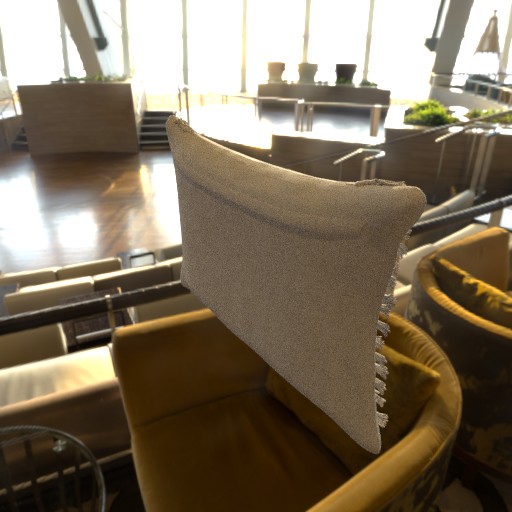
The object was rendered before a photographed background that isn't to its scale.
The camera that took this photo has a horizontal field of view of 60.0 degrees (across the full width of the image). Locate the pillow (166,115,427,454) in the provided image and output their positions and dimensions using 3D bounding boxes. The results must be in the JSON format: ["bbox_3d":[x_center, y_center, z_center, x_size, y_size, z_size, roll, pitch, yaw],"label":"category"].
[{"bbox_3d":[0.000,0.000,0.584,0.084,0.305,0.466,-17,31,-31],"label":"pillow"}]
